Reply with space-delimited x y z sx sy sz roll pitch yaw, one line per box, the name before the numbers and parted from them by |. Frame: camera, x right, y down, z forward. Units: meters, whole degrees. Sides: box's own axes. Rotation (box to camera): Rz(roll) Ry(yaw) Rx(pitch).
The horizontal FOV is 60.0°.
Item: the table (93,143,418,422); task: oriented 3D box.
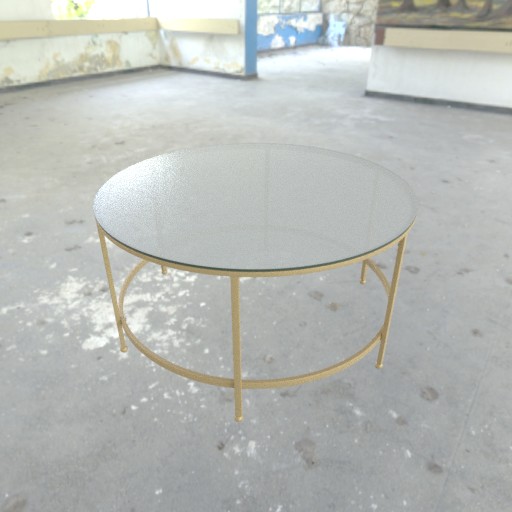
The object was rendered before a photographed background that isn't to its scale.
table | 0.000 0.000 1.421 0.914 0.470 0.914 0 30 0
